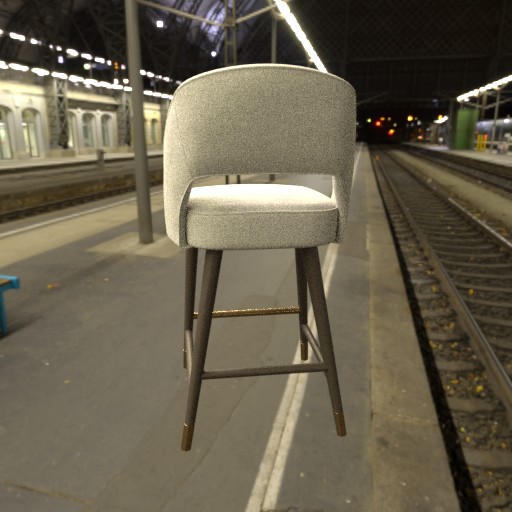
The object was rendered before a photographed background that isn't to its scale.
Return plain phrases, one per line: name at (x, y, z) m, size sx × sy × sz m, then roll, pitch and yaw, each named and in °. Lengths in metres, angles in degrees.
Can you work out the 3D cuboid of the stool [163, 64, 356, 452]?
stool at (0.000, 0.000, 1.256) m, size 0.494 × 0.940 × 0.509 m, roll -2°, pitch 15°, yaw -8°
